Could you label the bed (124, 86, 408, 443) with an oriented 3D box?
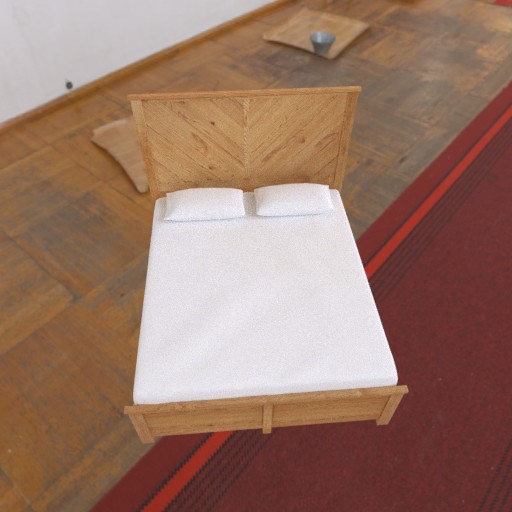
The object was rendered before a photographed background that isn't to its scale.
[{"bbox_3d":[0.000,0.000,4.082,2.225,1.938,2.530,-3,47,-3],"label":"bed"}]
